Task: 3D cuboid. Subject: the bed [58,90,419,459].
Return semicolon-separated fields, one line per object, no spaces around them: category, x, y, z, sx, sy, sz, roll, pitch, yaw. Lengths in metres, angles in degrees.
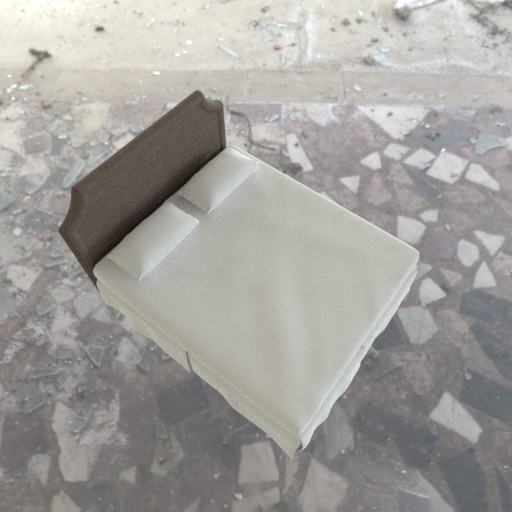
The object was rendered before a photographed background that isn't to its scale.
bed;0.000;0.000;4.354;2.773;1.590;2.350;33;64;19
